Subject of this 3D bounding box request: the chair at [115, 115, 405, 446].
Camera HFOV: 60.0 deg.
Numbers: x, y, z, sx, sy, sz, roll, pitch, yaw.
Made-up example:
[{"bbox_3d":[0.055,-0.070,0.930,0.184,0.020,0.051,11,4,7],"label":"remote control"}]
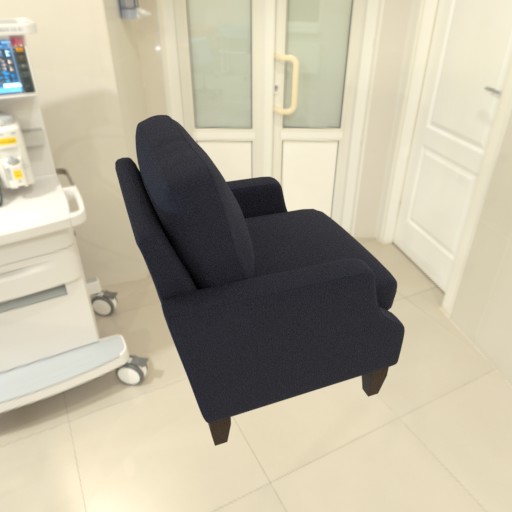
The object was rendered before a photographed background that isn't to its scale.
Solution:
[{"bbox_3d":[0.000,0.000,1.703,0.897,0.991,0.855,-11,34,-17],"label":"chair"}]
